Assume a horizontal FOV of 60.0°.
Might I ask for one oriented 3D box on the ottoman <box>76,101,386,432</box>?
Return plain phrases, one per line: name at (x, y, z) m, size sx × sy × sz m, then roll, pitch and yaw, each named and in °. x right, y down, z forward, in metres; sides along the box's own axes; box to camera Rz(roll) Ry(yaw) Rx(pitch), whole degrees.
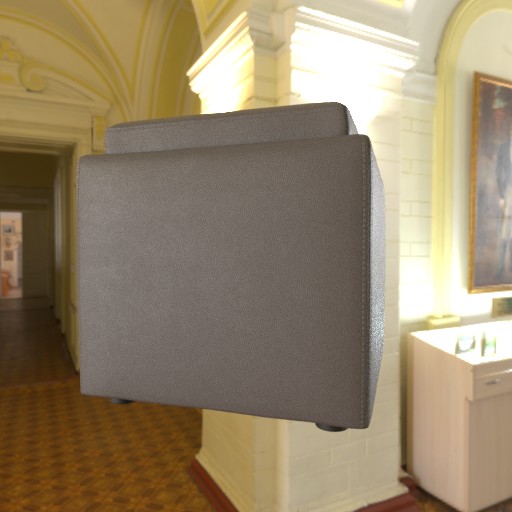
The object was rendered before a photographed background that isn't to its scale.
ottoman at (0.000, 0.000, 0.819) m, size 0.450 × 0.460 × 0.451 m, roll 0°, pitch 1°, yaw 18°
